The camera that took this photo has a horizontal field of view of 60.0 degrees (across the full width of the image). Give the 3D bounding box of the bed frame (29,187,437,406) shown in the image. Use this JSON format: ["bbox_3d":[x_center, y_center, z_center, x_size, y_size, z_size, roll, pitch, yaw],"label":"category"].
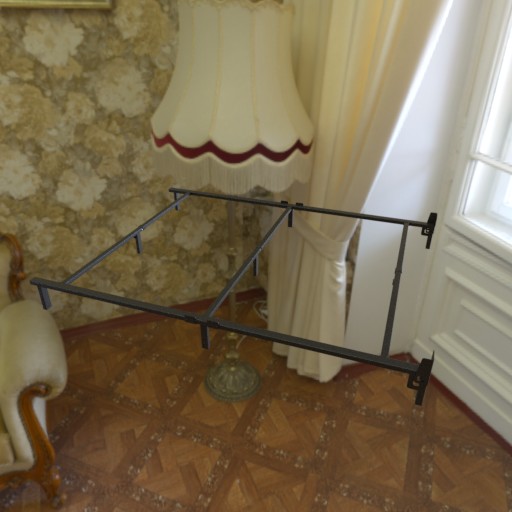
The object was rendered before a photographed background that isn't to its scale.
[{"bbox_3d":[0.000,0.000,2.658,1.990,0.248,1.498,10,31,18],"label":"bed frame"}]
